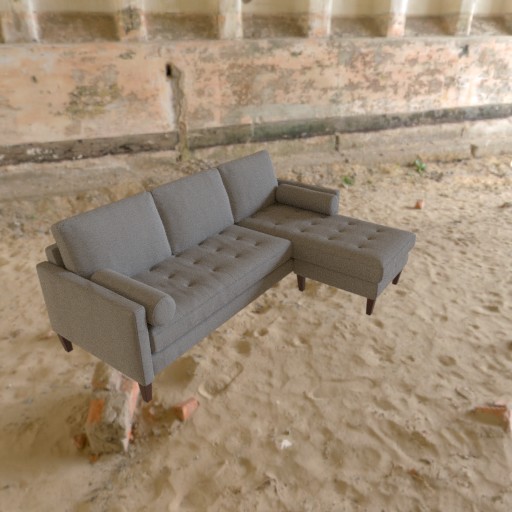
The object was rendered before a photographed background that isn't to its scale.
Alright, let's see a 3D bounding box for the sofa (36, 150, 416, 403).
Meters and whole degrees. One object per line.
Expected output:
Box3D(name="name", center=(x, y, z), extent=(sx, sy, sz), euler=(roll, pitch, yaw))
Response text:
Box3D(name="sofa", center=(0.000, 0.000, 2.948), extent=(1.506, 0.875, 2.178), euler=(18, 32, 31))
